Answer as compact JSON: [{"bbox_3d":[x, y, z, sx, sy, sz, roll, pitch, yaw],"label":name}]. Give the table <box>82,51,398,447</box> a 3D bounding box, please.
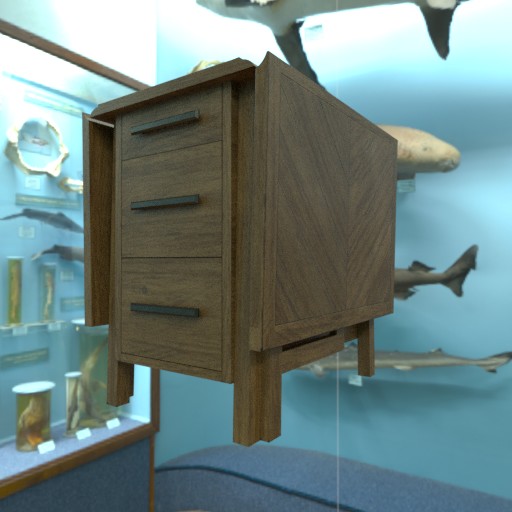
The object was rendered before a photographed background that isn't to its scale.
[{"bbox_3d":[0.000,0.000,1.290,0.591,0.763,0.746,0,-1,35],"label":"table"}]
